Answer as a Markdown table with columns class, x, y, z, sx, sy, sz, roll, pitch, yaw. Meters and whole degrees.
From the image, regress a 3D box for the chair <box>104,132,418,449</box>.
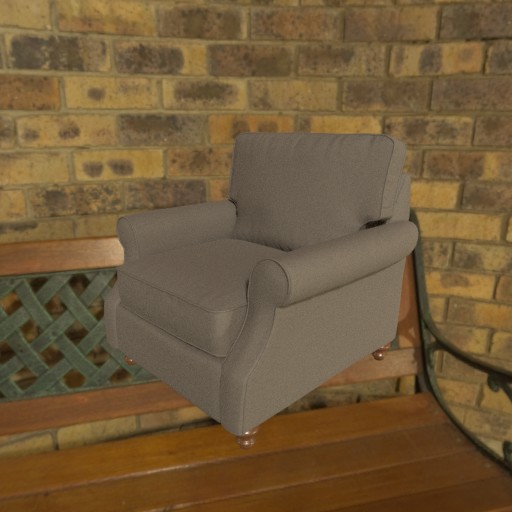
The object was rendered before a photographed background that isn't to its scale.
| class | x | y | z | sx | sy | sz | roll | pitch | yaw |
| --- | --- | --- | --- | --- | --- | --- | --- | --- | --- |
| chair | 0.000 | 0.000 | 1.810 | 0.966 | 0.967 | 1.029 | -15 | 22 | -42 |
